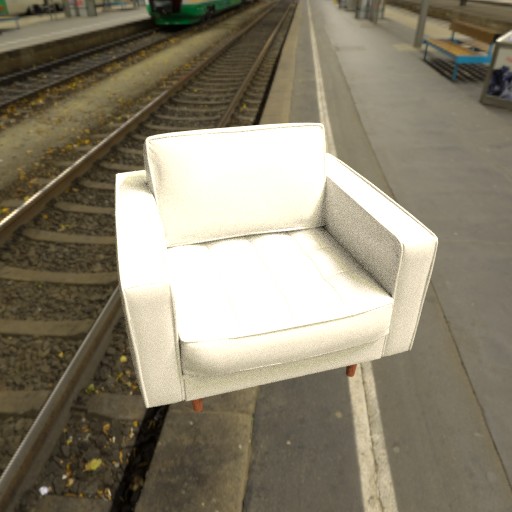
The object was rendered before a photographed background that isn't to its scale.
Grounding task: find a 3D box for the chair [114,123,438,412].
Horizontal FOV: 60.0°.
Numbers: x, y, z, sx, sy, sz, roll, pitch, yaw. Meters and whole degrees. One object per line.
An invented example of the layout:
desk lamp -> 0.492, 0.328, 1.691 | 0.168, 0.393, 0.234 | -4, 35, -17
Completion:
chair -> 0.000, 0.000, 1.551 | 0.928, 0.773, 0.843 | -9, 33, -13
